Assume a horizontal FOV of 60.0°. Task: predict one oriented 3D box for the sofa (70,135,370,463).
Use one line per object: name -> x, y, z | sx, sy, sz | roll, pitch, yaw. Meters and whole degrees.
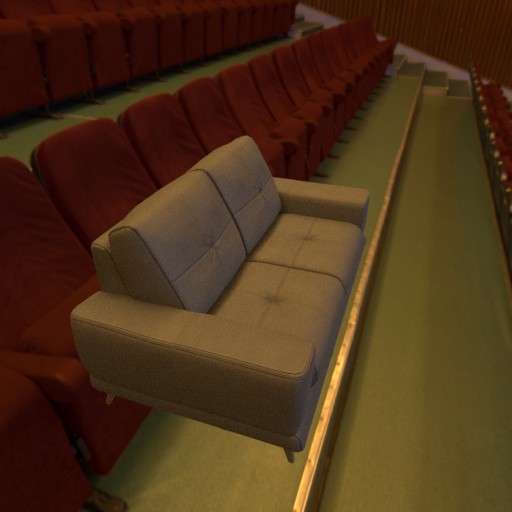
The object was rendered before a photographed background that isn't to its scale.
sofa -> 0.000, 0.000, 2.403 | 1.018, 0.907, 1.806 | 11, 33, 17
